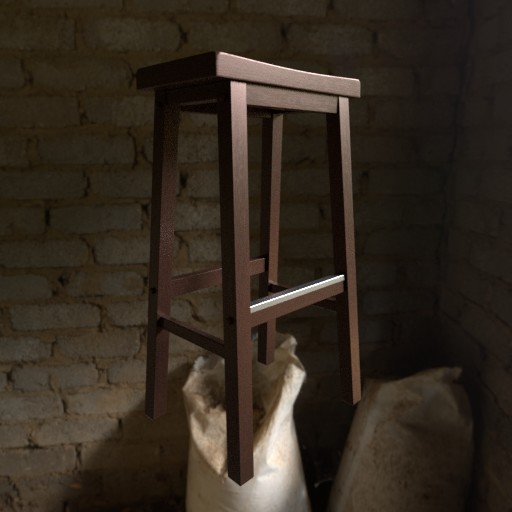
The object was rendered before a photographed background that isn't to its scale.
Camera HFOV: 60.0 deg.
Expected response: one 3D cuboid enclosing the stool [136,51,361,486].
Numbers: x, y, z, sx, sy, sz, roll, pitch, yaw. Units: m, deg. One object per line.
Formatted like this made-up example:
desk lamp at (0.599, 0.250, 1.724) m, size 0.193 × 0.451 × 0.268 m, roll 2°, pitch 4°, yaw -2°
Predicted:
stool at (0.000, 0.000, 0.969) m, size 0.322 × 0.742 × 0.406 m, roll 13°, pitch 19°, yaw 43°
